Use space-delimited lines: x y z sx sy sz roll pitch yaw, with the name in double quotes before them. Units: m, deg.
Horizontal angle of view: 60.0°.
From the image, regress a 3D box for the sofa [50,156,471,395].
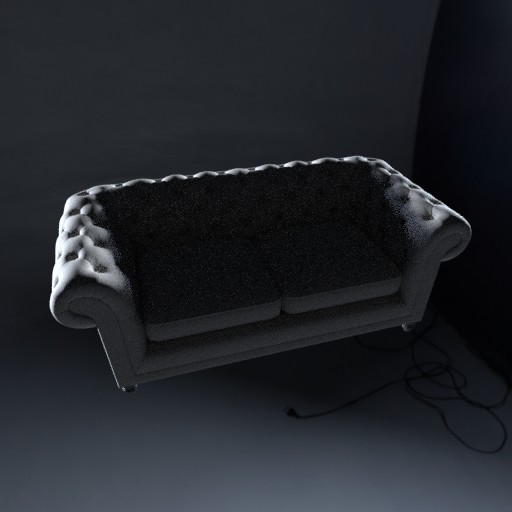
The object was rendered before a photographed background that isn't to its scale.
"sofa" 0.000 0.000 2.501 1.998 0.764 0.986 -9 34 -14
